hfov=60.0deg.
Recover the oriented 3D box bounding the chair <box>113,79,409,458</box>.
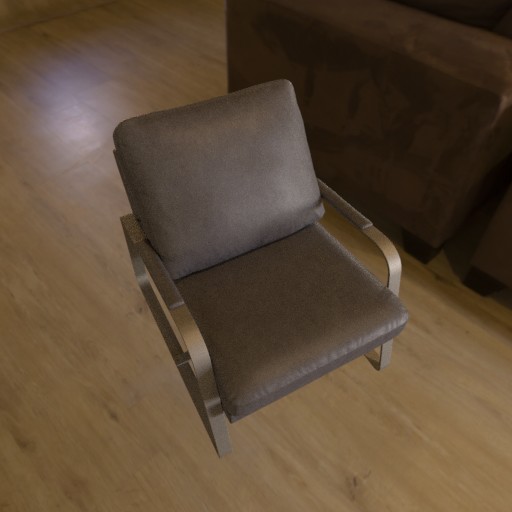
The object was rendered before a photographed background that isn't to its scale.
[{"bbox_3d":[0.000,0.000,1.465,0.692,0.839,0.878,-22,51,-19],"label":"chair"}]
